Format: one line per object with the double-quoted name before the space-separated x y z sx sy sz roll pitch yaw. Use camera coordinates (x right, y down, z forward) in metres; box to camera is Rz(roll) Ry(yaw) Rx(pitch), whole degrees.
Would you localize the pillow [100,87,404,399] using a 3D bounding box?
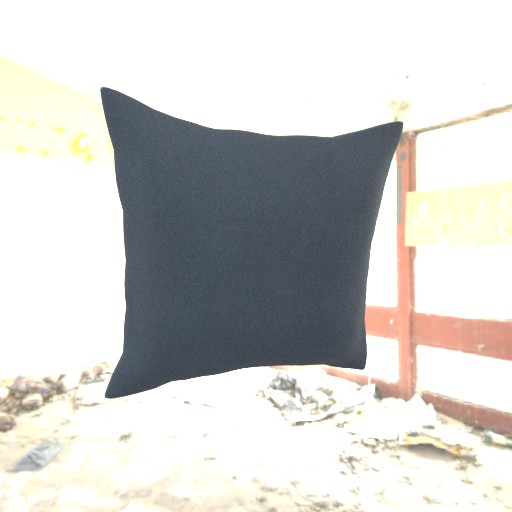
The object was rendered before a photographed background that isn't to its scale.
"pillow" 0.000 0.000 0.685 0.453 0.430 0.200 0 0 -18
